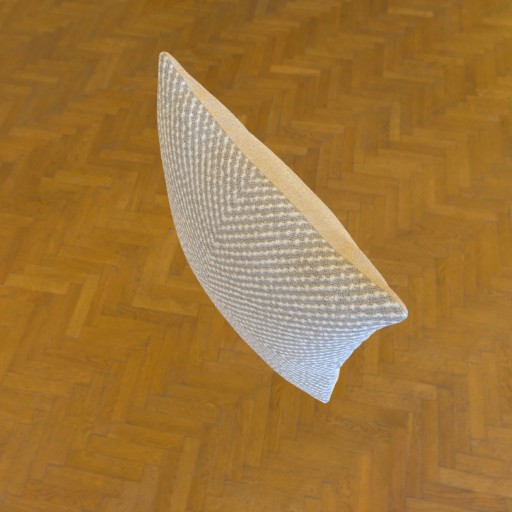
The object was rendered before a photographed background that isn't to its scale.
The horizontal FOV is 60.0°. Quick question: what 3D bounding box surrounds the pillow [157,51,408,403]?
[{"bbox_3d":[0.000,0.000,0.702,0.181,0.458,0.459,-33,68,-16],"label":"pillow"}]
